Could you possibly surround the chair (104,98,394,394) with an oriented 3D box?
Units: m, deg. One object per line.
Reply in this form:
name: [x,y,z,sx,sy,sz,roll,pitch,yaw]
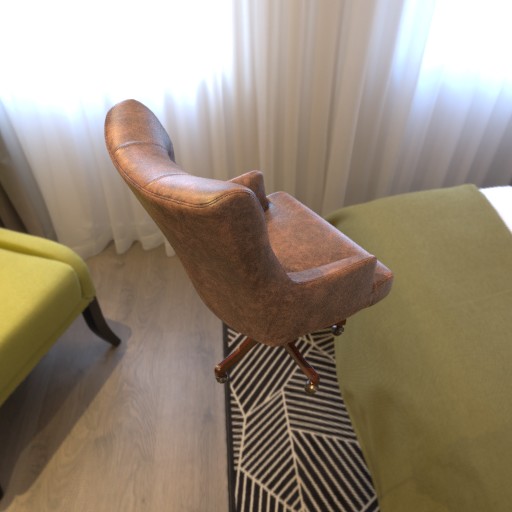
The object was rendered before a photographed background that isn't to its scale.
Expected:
chair: [0.000,0.000,1.515,0.762,1.035,0.641,-26,49,-25]
